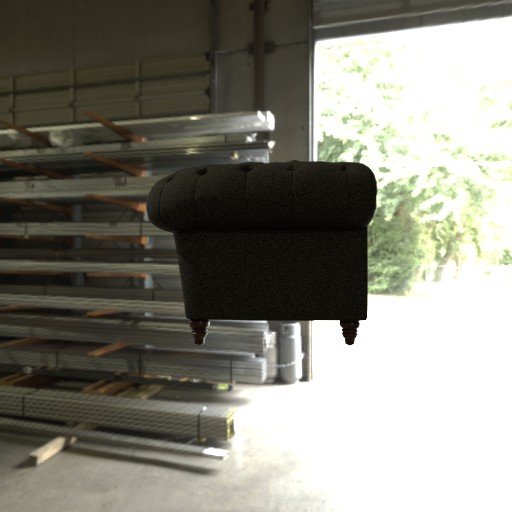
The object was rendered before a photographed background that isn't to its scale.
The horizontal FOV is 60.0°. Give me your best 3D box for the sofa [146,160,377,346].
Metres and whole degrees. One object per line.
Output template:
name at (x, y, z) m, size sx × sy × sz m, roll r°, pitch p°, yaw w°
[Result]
sofa at (0.000, 0.000, 2.812) m, size 0.991 × 0.762 × 2.362 m, roll 0°, pitch 0°, yaw 1°
